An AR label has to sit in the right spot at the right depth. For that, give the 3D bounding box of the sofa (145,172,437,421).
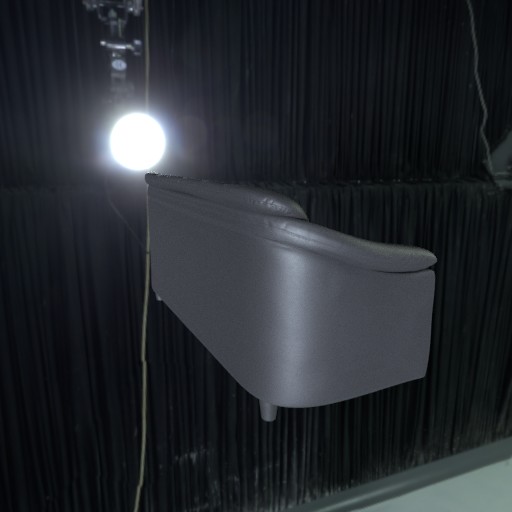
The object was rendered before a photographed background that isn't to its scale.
[{"bbox_3d":[0.000,0.000,2.257,0.800,0.811,1.829,-6,15,-26],"label":"sofa"}]
